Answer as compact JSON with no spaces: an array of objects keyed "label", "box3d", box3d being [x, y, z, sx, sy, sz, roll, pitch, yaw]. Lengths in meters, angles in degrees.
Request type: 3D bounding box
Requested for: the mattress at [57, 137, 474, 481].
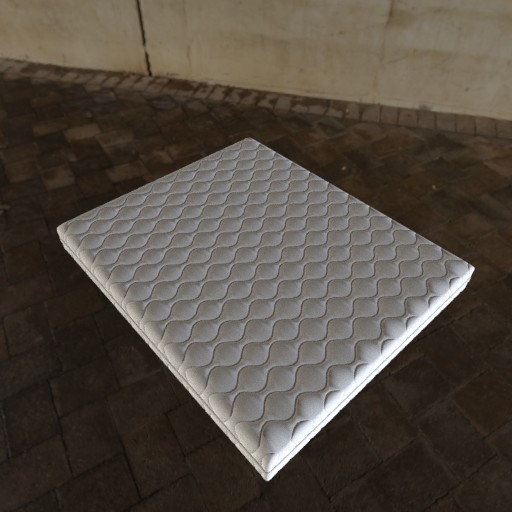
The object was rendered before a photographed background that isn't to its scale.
[{"label":"mattress","box3d":[0.000,0.000,2.642,1.600,0.200,1.900,-33,53,-28]}]
